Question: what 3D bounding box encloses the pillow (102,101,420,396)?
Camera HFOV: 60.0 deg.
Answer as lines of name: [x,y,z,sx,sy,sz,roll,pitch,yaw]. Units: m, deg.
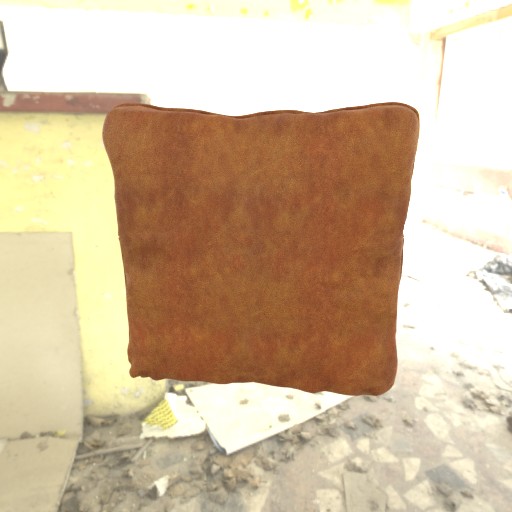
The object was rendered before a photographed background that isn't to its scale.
pillow: [0.000,0.000,0.747,0.489,0.490,0.130,3,17,8]
